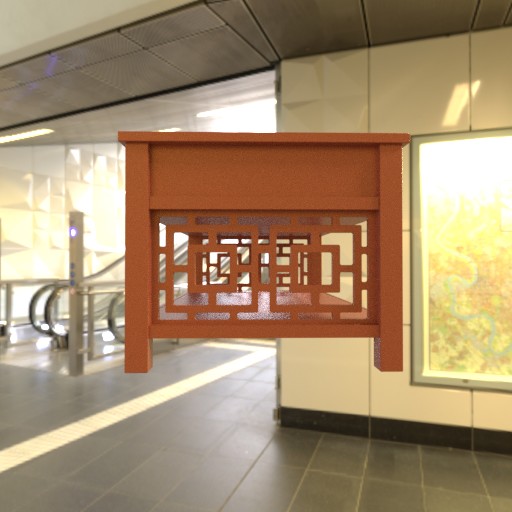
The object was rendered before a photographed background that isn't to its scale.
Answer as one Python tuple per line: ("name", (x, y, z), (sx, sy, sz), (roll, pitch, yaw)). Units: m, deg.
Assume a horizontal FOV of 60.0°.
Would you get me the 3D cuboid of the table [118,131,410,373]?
("table", (0.000, 0.000, 1.437), (0.612, 0.493, 1.068), (0, -1, -1))
